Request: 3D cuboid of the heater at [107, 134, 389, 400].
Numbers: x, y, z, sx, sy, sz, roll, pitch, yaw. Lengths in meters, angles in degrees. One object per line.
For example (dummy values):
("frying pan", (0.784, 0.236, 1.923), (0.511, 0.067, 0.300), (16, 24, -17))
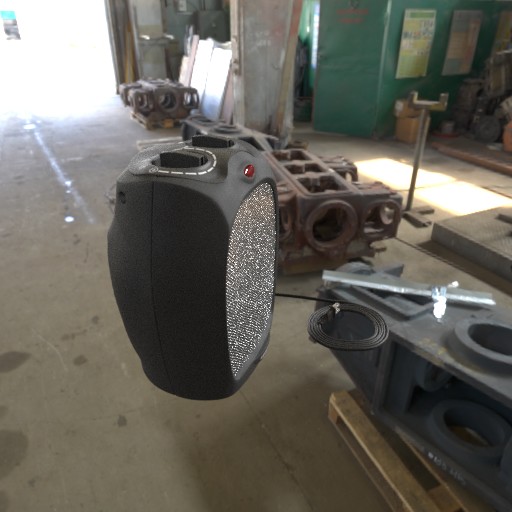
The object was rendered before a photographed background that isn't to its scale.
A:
("heater", (0.000, 0.000, 0.465), (0.291, 0.240, 0.239), (9, 30, 17))
